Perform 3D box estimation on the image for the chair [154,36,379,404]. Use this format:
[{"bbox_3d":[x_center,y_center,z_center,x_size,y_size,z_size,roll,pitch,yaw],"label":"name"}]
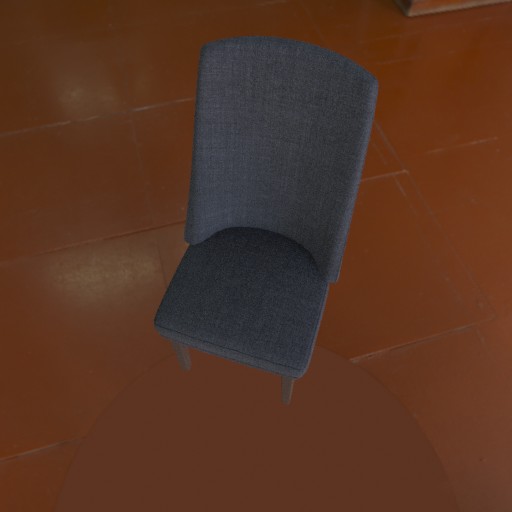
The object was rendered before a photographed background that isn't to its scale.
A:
[{"bbox_3d":[0.000,0.000,1.337,0.510,1.050,0.577,15,60,9],"label":"chair"}]
